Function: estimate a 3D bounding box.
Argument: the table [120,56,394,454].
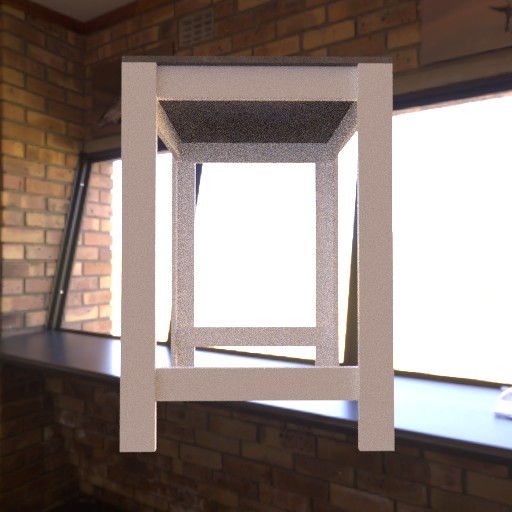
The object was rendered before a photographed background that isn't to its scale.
[{"bbox_3d":[0.000,0.000,1.537,0.700,1.020,0.800,0,-1,-1],"label":"table"}]
